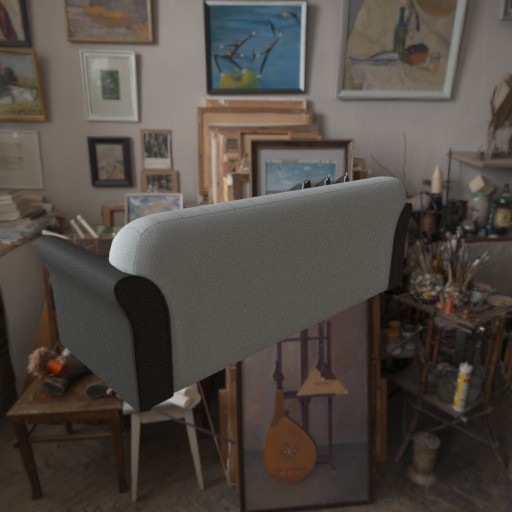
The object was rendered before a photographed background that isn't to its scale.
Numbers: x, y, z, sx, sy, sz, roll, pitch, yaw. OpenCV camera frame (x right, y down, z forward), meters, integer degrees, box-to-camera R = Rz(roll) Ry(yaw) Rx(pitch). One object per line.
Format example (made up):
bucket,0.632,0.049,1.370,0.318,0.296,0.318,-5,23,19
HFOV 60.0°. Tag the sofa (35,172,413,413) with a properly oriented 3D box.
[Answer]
sofa,0.000,0.000,2.422,2.001,0.787,0.755,-16,23,-41
